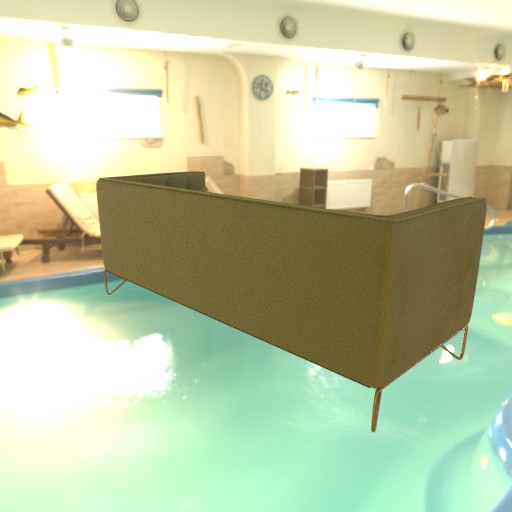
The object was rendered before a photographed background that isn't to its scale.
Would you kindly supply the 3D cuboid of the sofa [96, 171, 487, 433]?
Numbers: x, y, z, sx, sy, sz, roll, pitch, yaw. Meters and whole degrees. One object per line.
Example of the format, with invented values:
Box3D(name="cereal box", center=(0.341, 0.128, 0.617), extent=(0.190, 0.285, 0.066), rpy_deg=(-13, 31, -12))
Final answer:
Box3D(name="sofa", center=(0.000, 0.000, 2.473), extent=(0.867, 0.789, 2.087), rpy_deg=(-15, 21, -43))
